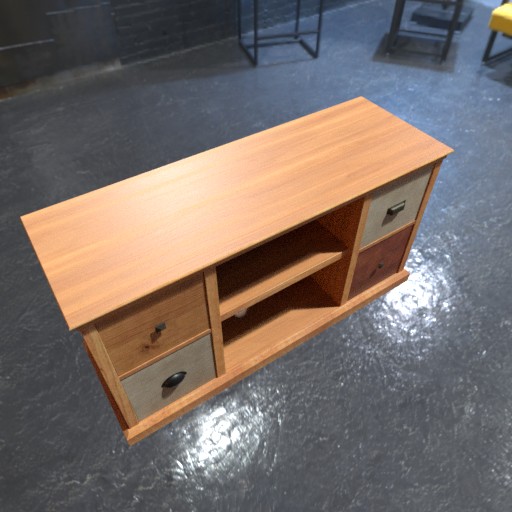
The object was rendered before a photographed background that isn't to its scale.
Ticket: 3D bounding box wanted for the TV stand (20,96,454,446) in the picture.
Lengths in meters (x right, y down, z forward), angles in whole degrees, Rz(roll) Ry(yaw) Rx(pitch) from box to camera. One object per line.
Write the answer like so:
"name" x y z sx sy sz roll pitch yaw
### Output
"TV stand" 0.000 0.000 1.454 1.181 0.607 0.417 -26 52 -22
